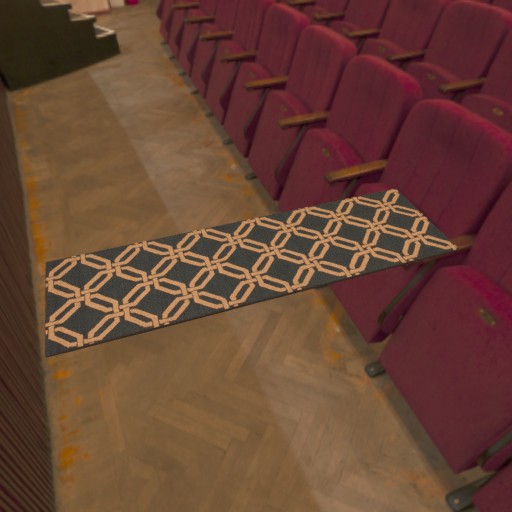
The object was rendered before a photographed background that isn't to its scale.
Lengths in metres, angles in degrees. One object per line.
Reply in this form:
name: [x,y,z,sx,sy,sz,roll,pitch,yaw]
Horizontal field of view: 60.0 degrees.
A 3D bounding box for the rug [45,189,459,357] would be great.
rug: [0.000,0.000,2.539,2.276,0.014,0.678,-13,43,-14]
